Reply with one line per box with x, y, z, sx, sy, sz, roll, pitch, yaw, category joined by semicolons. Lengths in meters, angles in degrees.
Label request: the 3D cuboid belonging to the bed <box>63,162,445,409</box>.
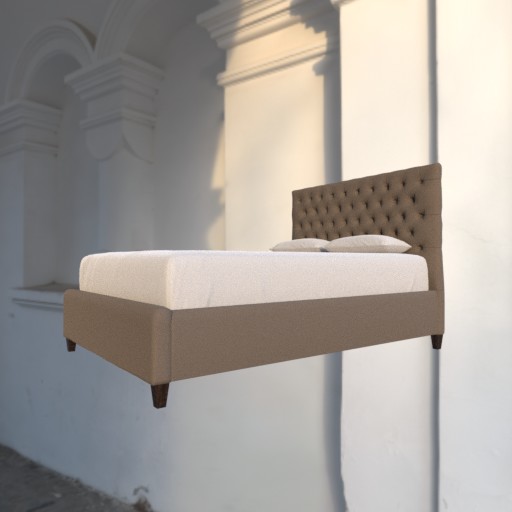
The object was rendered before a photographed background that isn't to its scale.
0.000;0.000;3.375;2.387;1.427;1.698;0;-1;-36;bed
